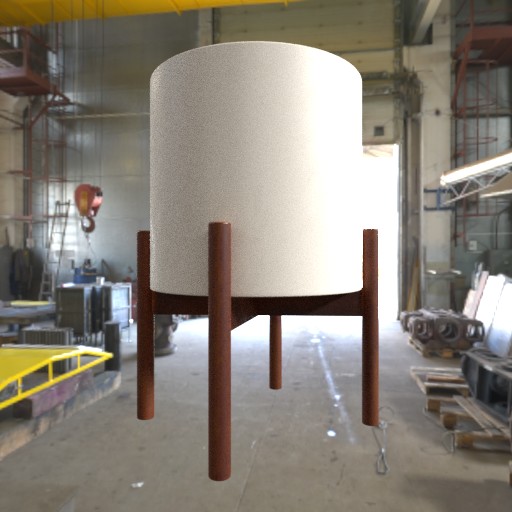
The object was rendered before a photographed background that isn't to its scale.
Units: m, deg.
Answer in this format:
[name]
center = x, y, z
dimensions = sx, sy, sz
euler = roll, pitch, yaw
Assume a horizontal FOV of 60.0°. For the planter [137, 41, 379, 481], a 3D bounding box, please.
[planter]
center = 0.000, 0.000, 0.898
dimensions = 0.417, 0.670, 0.417
euler = 0, 0, -36
